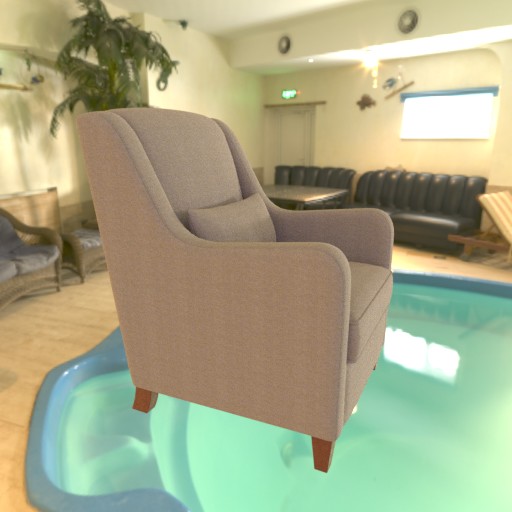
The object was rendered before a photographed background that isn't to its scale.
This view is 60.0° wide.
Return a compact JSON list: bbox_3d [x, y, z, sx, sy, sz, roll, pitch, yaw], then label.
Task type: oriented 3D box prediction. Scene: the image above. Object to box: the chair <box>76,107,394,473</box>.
[{"bbox_3d":[0.000,0.000,1.579,0.890,1.017,0.715,7,17,25],"label":"chair"}]
